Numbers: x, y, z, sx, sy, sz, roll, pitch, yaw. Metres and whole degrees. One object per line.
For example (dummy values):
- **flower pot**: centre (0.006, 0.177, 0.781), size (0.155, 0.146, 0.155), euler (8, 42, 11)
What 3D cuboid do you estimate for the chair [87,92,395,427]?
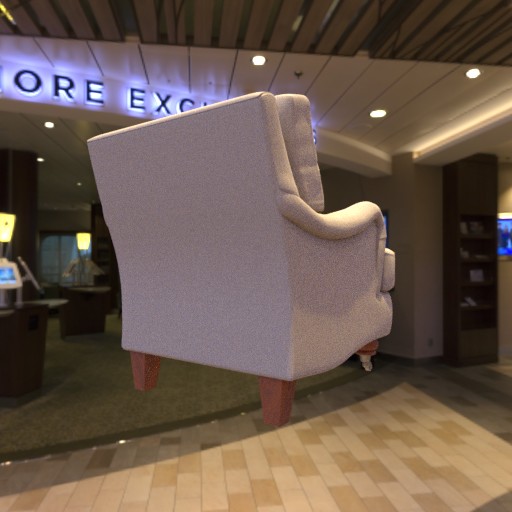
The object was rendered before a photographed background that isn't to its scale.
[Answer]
- **chair**: centre (0.000, 0.000, 1.877), size (0.895, 1.076, 1.078), euler (0, 0, 36)
